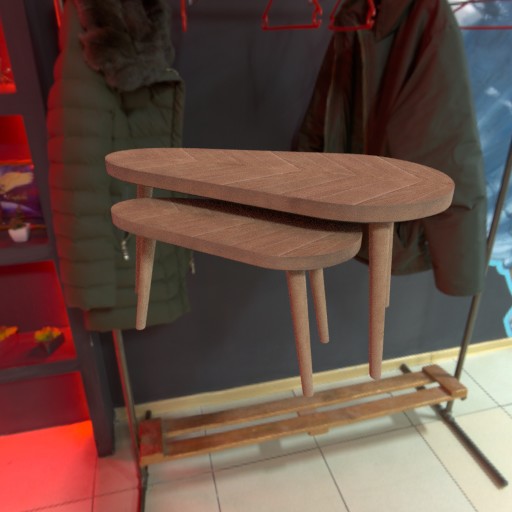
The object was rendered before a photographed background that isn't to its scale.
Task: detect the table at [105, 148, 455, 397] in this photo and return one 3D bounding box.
[{"bbox_3d":[0.000,0.000,1.549,1.190,0.595,0.701,8,28,16],"label":"table"}]
